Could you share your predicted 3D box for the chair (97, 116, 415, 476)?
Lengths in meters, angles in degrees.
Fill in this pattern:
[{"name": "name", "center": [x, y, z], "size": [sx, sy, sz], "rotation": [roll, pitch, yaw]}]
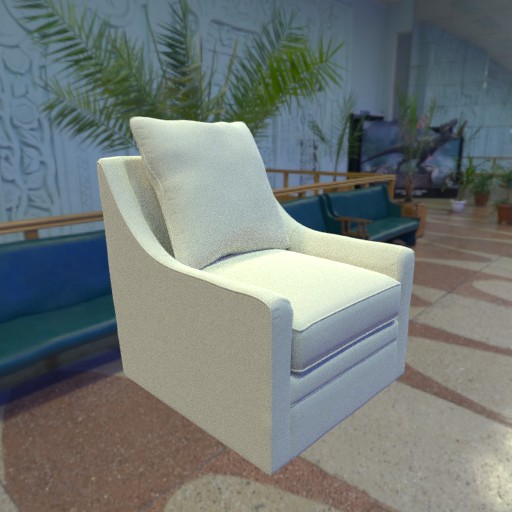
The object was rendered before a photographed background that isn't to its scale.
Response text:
[{"name": "chair", "center": [0.000, 0.000, 1.597], "size": [0.876, 0.965, 0.756], "rotation": [14, 20, 43]}]
